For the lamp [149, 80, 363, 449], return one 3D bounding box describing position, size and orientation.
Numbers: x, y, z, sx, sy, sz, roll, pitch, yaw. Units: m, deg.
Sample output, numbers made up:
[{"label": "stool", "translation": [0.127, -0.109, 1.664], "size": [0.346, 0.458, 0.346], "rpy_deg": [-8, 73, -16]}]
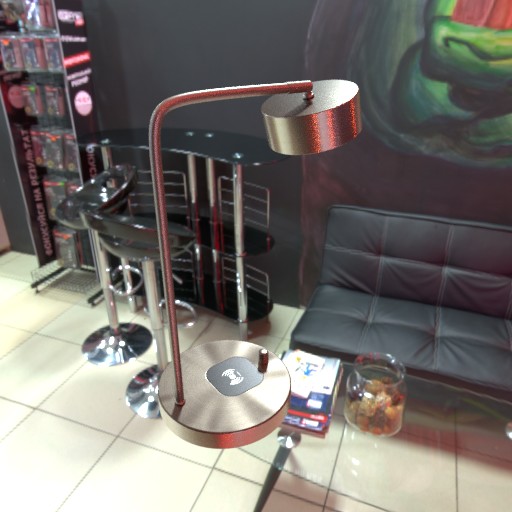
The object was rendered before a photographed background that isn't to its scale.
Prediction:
[{"label": "lamp", "translation": [0.000, 0.000, 0.647], "size": [0.334, 0.469, 0.211], "rpy_deg": [-18, 32, -32]}]
